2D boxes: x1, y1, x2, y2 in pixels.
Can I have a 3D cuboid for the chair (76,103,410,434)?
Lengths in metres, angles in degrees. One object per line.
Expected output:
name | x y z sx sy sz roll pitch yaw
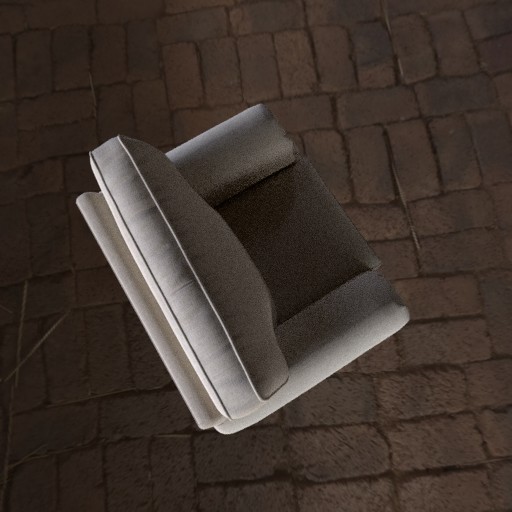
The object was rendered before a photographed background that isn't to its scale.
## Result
chair | 0.000 0.000 1.828 0.965 0.961 1.092 -31 78 -7
